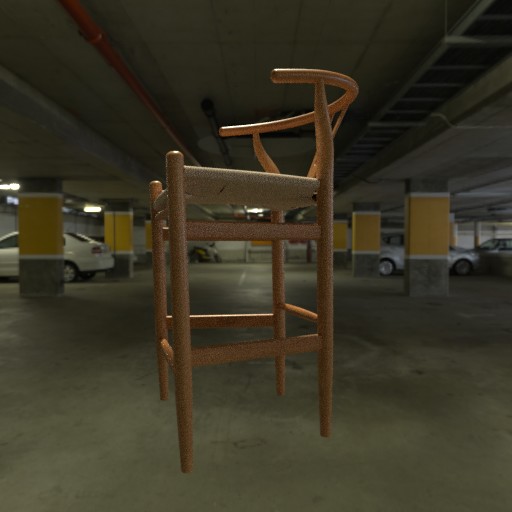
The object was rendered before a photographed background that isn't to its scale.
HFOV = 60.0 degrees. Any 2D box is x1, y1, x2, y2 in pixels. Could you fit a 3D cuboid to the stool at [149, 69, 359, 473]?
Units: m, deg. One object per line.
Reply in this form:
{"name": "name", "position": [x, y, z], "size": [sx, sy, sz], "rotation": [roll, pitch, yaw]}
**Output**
{"name": "stool", "position": [0.000, 0.000, 1.315], "size": [0.579, 0.970, 0.569], "rotation": [0, 2, -18]}
